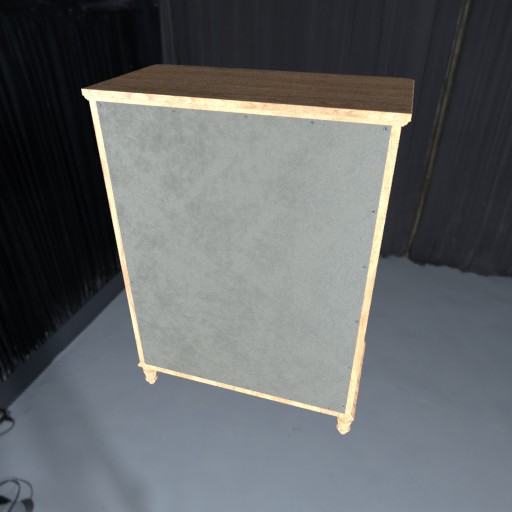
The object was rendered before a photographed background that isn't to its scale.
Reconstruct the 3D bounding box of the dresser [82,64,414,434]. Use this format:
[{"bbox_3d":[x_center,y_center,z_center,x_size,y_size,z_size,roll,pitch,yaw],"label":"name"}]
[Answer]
[{"bbox_3d":[0.000,0.000,1.783,0.973,1.318,0.484,10,34,15],"label":"dresser"}]
